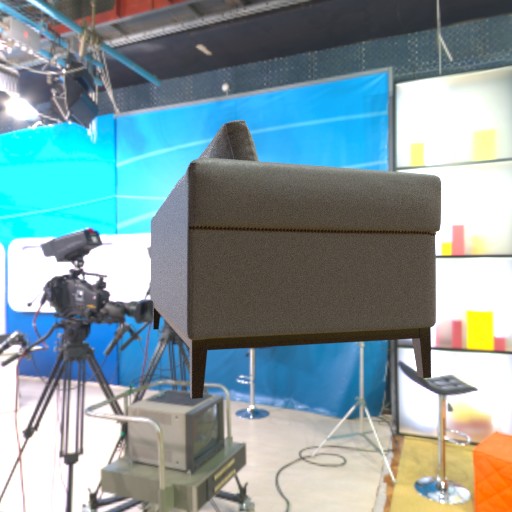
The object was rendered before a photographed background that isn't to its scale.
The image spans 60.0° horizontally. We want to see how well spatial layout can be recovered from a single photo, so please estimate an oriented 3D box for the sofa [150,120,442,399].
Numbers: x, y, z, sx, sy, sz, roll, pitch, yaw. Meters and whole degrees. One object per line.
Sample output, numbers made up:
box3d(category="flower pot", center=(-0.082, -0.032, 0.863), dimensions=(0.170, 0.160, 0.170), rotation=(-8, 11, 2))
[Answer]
box3d(category="sofa", center=(0.000, 0.000, 2.154), dimensions=(0.899, 0.873, 1.598), rotation=(0, -1, -17))
